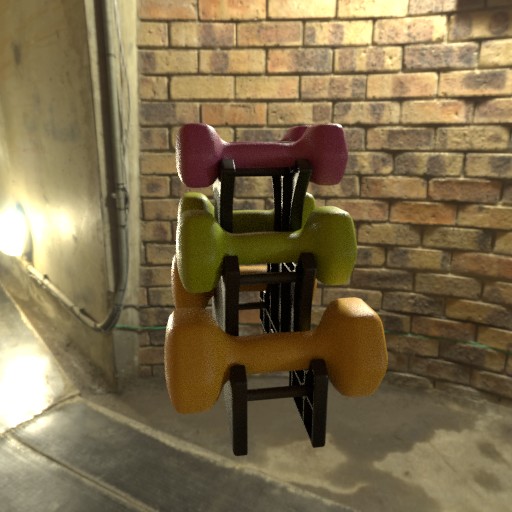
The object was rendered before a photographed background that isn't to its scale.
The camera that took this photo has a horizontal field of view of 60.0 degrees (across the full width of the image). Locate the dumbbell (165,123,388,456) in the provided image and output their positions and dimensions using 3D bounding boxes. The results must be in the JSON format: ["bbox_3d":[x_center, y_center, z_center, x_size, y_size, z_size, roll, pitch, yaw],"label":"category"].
[{"bbox_3d":[0.000,0.000,0.477,0.190,0.271,0.300,-2,15,-9],"label":"dumbbell"}]
